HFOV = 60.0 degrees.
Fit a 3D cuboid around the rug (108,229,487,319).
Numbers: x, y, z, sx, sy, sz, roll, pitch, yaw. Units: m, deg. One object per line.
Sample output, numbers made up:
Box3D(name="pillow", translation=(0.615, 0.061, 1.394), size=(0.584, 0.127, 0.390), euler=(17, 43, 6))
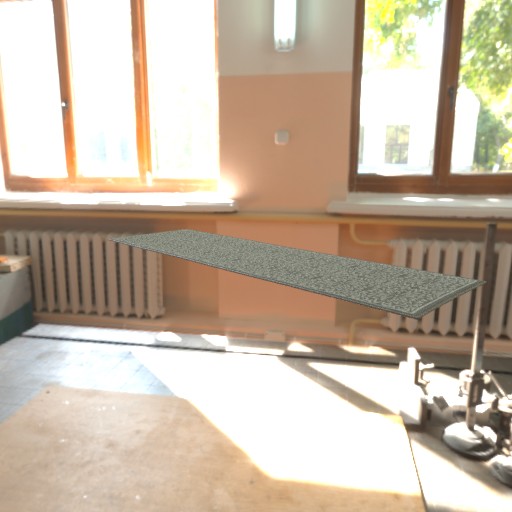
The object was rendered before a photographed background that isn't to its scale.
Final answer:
Box3D(name="rug", translation=(0.000, 0.000, 2.468), size=(0.662, 0.011, 2.196), euler=(-12, 17, -44))
